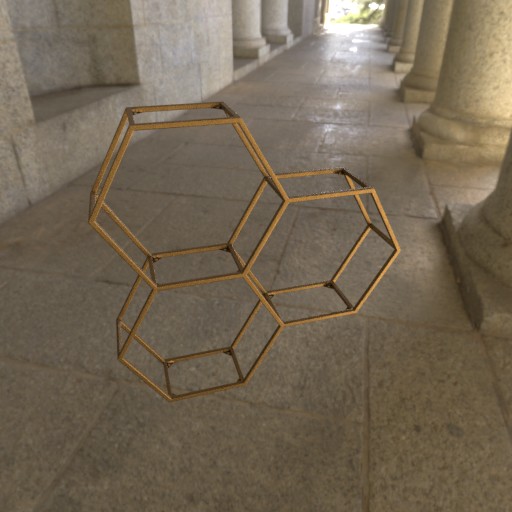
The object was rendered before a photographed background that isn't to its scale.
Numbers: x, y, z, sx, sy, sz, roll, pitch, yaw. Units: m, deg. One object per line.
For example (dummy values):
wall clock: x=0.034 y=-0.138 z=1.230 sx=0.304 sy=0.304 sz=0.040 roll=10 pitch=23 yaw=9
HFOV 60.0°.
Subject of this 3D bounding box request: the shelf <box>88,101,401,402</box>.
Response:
shelf: x=0.000 y=0.000 z=1.077 sx=0.708 sy=0.701 sz=0.150 roll=-9 pitch=32 yaw=-14
